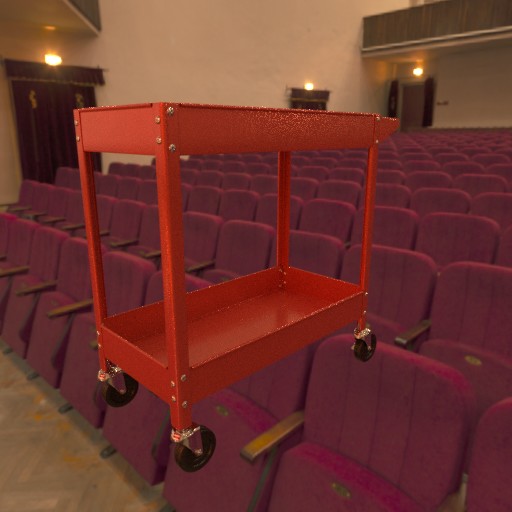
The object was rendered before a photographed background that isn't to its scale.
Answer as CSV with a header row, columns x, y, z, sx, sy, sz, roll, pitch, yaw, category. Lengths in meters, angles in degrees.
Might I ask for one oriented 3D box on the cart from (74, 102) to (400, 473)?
x,y,z,sx,sy,sz,roll,pitch,yaw,category
0.000,0.000,1.167,0.779,0.719,0.366,-15,21,-43,cart
